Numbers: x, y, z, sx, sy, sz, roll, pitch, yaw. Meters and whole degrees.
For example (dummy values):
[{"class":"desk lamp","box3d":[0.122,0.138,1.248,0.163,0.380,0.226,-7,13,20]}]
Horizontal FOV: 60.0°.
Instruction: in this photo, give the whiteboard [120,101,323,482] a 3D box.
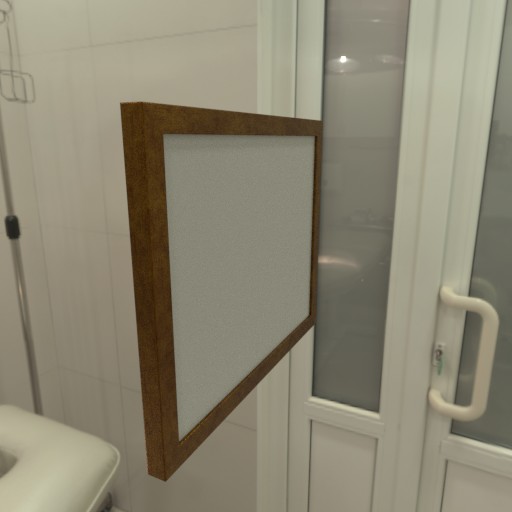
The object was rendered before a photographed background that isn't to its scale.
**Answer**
[{"class":"whiteboard","box3d":[0.000,0.000,0.752,0.029,0.457,0.561,7,17,26]}]
